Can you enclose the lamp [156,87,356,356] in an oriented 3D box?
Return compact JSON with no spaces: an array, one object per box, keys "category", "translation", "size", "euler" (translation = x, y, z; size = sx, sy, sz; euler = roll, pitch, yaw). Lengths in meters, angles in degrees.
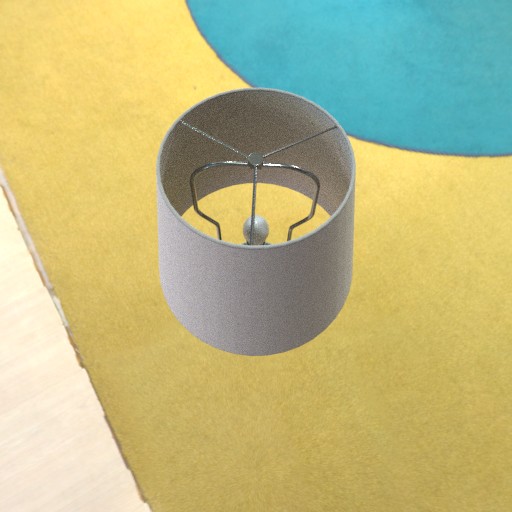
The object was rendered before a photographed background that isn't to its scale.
[{"category":"lamp","translation":[0.000,0.000,0.574],"size":[0.254,0.392,0.254],"euler":[0,64,0]}]
